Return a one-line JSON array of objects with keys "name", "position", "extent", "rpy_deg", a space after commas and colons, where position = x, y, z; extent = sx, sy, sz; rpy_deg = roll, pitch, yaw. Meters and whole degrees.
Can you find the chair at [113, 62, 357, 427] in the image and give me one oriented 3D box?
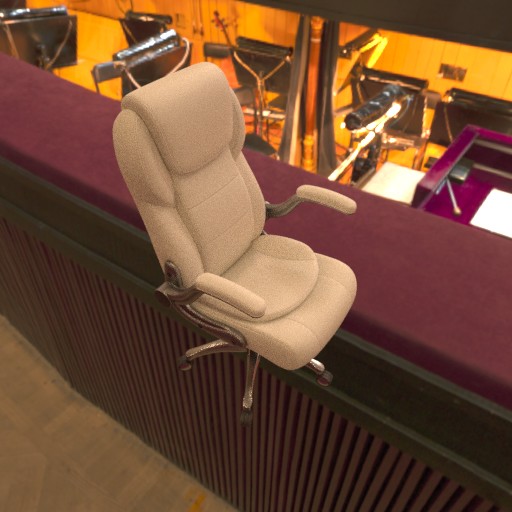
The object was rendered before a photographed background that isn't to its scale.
[{"name": "chair", "position": [0.000, 0.000, 1.820], "extent": [0.806, 1.330, 0.755], "rpy_deg": [25, 47, 25]}]
